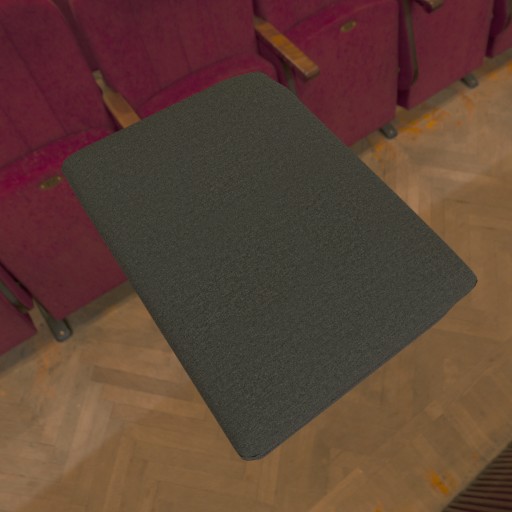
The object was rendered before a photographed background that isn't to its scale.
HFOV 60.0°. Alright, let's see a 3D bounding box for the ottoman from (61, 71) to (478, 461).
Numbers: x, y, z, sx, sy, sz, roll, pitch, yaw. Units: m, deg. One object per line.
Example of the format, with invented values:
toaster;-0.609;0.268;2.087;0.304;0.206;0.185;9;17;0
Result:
ottoman;0.000;0.000;1.197;0.629;0.503;0.835;-32;67;-15
